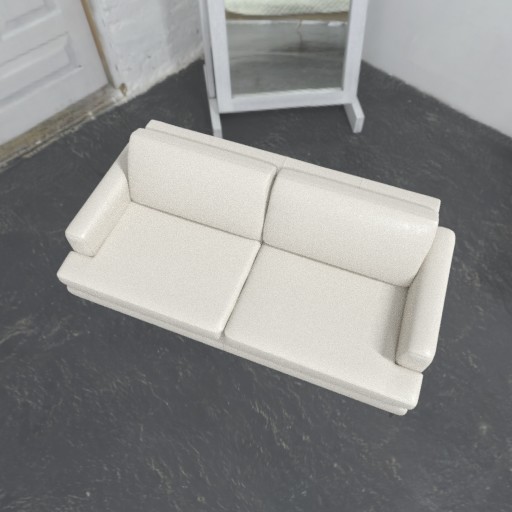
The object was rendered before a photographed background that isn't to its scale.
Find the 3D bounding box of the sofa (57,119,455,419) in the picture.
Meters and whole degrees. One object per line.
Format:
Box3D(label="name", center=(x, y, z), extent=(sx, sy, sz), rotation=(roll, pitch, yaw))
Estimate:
Box3D(label="sofa", center=(0.000, 0.000, 2.398), extent=(1.940, 0.765, 0.974), rotation=(18, 61, 10))
